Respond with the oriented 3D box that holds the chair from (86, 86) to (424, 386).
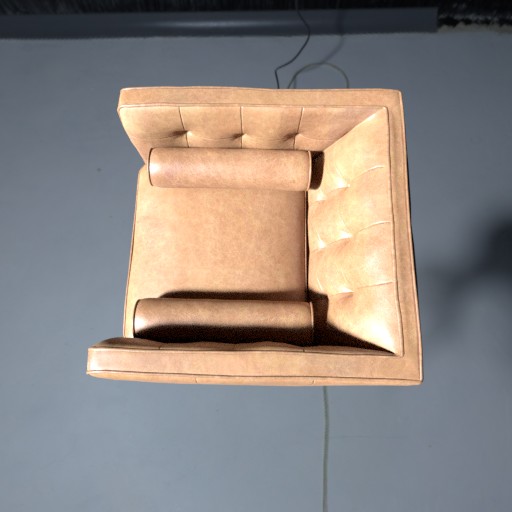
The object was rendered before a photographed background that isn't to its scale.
[{"bbox_3d":[0.000,0.000,1.645,0.912,0.797,0.920,1,74,0],"label":"chair"}]
